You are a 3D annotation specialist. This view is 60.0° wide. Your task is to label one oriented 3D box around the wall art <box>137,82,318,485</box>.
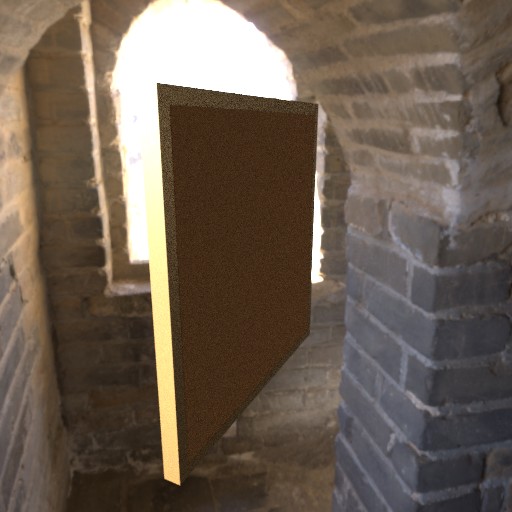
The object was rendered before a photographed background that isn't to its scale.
[{"bbox_3d":[0.000,0.000,2.843,0.099,1.926,1.926,8,18,26],"label":"wall art"}]
